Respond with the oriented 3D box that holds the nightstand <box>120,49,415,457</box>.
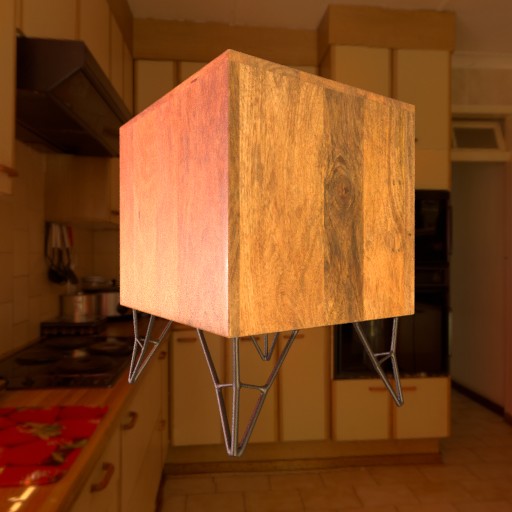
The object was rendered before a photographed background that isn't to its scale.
[{"bbox_3d":[0.000,0.000,0.895,0.406,0.559,0.457,0,1,-35],"label":"nightstand"}]
